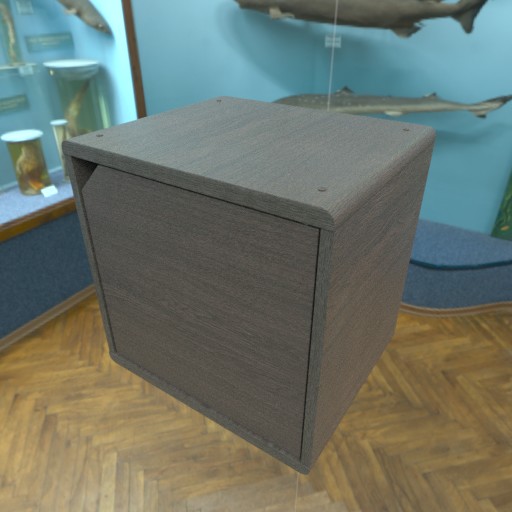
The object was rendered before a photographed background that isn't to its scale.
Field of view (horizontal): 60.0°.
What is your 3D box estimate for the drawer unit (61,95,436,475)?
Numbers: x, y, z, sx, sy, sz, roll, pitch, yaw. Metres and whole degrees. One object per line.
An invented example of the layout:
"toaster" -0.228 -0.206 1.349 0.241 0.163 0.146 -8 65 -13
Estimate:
"drawer unit" 0.000 0.000 0.612 0.344 0.344 0.290 19 36 29
